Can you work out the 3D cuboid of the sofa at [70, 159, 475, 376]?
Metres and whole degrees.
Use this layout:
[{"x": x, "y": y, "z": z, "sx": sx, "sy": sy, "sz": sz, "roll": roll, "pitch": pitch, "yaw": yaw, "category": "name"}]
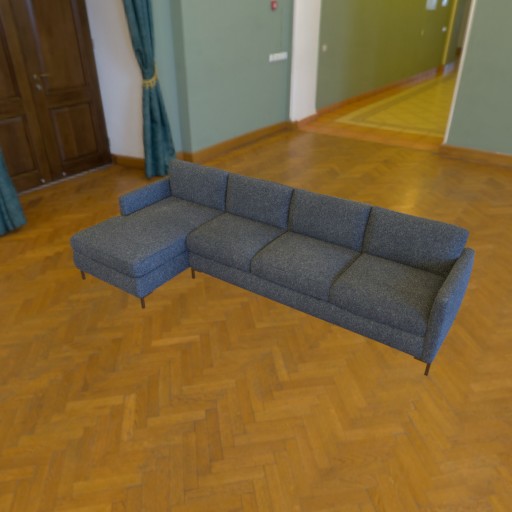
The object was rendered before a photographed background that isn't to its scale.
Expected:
[{"x": 0.000, "y": 0.000, "z": 3.473, "sx": 2.932, "sy": 0.810, "sz": 1.350, "roll": 19, "pitch": 35, "yaw": 29, "category": "sofa"}]
